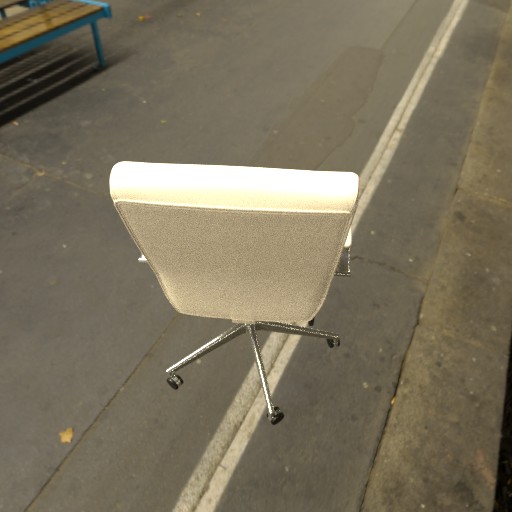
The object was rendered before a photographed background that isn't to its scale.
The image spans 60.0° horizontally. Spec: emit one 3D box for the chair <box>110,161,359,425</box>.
[{"bbox_3d":[0.000,0.000,1.561,0.727,1.099,0.745,3,46,3],"label":"chair"}]
